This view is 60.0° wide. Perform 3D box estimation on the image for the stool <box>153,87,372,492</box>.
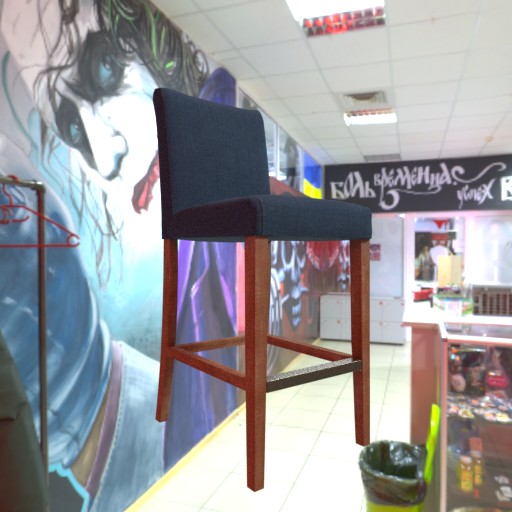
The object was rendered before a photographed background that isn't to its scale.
[{"bbox_3d":[0.000,0.000,1.365,0.454,1.088,0.574,0,1,-38],"label":"stool"}]
